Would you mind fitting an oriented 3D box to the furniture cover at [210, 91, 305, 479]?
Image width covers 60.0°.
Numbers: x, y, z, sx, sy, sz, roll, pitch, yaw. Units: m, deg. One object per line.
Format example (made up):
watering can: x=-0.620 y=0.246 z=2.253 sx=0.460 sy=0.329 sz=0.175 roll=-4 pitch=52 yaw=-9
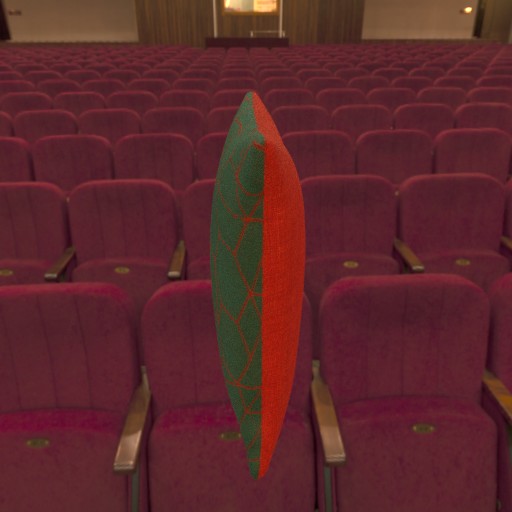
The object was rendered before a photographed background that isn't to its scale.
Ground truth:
furniture cover: x=0.000 y=0.000 z=0.788 sx=0.158 sy=0.508 sz=0.517 roll=-1 pitch=25 yaw=-2
